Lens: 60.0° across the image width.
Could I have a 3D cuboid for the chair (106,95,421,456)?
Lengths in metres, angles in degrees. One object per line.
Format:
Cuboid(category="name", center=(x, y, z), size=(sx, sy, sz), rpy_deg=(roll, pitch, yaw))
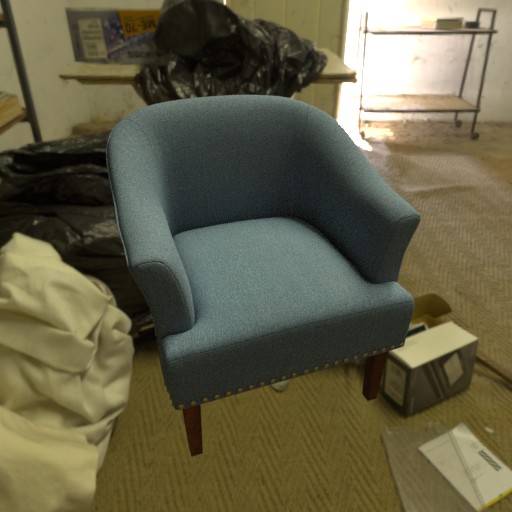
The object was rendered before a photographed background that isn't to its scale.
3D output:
Cuboid(category="chair", center=(0.000, 0.000, 1.355), size=(0.772, 0.815, 0.704), rpy_deg=(-11, 33, -17))
